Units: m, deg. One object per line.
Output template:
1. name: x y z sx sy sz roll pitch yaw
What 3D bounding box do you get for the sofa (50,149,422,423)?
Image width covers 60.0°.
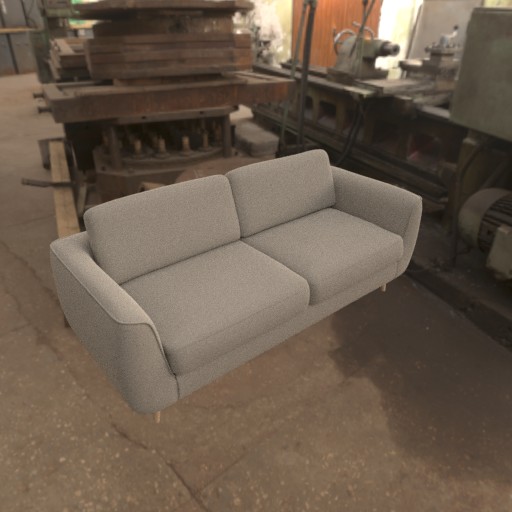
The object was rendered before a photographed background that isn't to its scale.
1. sofa: 0.000 0.000 2.501 2.000 0.850 0.920 -22 36 -34
